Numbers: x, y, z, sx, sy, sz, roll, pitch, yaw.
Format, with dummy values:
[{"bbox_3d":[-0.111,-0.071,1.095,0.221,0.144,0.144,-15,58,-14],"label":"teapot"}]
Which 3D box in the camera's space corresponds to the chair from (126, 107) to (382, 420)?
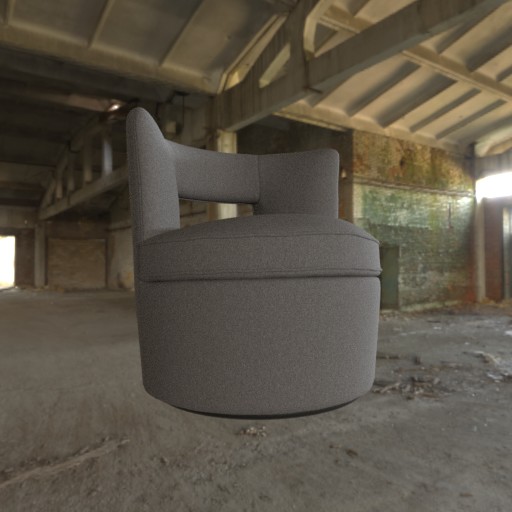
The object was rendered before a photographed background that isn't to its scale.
[{"bbox_3d":[0.000,0.000,1.226,0.689,0.719,0.660,1,-2,-36],"label":"chair"}]
